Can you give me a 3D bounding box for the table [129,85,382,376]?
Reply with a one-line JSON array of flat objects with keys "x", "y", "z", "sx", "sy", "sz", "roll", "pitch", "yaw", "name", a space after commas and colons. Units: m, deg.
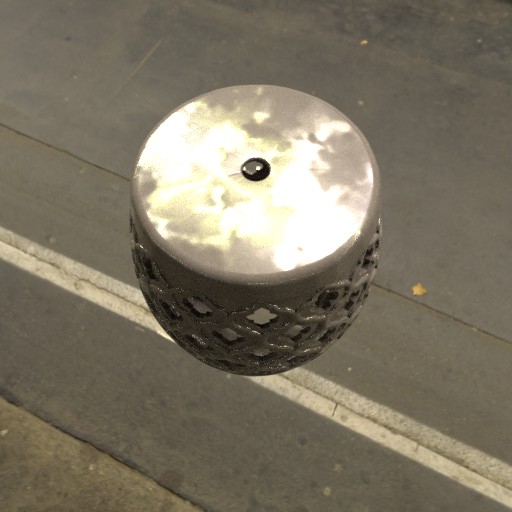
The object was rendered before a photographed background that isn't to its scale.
[{"x": 0.000, "y": 0.000, "z": 0.631, "sx": 0.325, "sy": 0.388, "sz": 0.325, "roll": 0, "pitch": 62, "yaw": 0, "name": "table"}]
